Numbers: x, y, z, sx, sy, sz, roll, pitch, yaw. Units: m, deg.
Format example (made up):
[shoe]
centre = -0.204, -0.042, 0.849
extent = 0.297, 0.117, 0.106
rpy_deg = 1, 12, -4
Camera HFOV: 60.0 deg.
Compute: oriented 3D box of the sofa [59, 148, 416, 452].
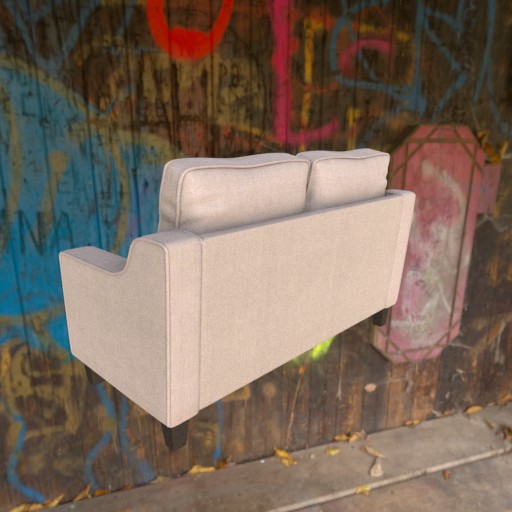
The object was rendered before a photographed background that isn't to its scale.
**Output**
[sofa]
centre = 0.000, 0.000, 2.042
extent = 0.791, 0.948, 1.500
rpy_deg = 15, 22, 42
